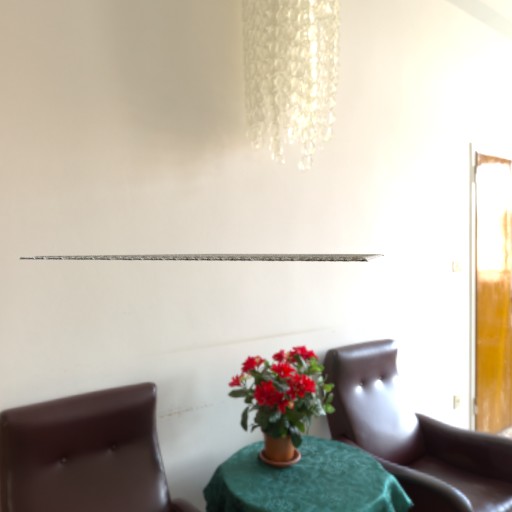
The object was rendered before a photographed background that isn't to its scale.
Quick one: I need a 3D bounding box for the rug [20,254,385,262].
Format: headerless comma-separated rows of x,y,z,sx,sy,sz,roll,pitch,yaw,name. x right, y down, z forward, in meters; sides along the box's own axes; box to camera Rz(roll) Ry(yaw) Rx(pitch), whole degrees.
0.000,0.000,2.307,1.243,0.013,1.872,0,1,18,rug
